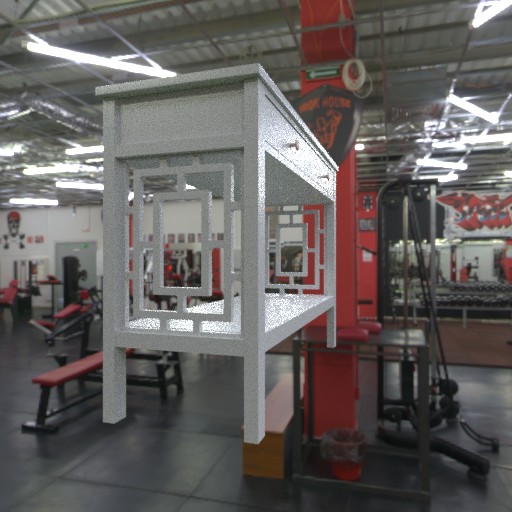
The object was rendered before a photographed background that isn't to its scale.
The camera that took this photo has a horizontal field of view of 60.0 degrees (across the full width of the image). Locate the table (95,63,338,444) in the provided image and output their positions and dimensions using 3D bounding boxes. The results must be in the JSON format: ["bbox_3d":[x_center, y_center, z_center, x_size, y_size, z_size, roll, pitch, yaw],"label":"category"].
[{"bbox_3d":[0.000,0.000,1.430,0.397,0.753,1.068,0,0,19],"label":"table"}]
